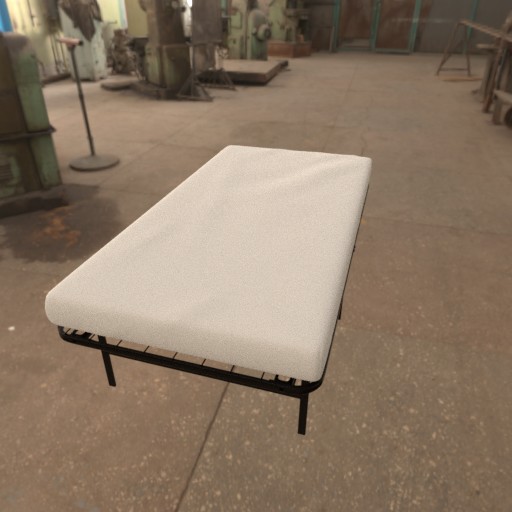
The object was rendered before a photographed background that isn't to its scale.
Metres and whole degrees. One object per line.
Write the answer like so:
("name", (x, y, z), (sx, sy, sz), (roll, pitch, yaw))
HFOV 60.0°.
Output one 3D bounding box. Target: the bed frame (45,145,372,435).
("bed frame", (0.000, 0.000, 2.305), (0.989, 0.619, 1.903), (9, 32, 15))
